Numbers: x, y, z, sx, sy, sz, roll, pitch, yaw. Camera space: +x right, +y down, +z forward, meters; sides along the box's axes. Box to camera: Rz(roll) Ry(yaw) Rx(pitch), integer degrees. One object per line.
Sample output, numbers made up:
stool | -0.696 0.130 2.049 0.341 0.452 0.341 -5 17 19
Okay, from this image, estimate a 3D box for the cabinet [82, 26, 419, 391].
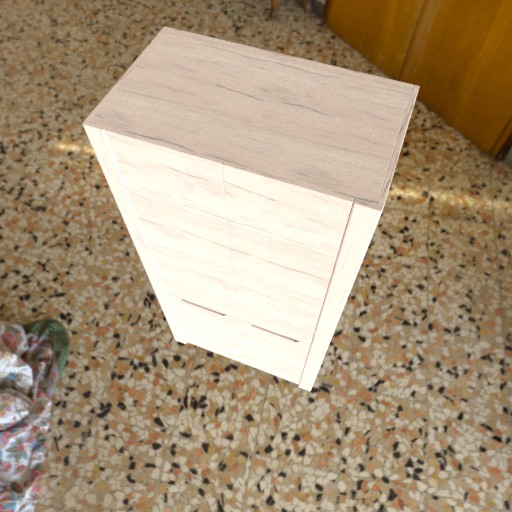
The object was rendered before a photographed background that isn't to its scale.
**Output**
cabinet | 0.000 0.000 2.295 0.980 1.930 0.580 18 60 11
